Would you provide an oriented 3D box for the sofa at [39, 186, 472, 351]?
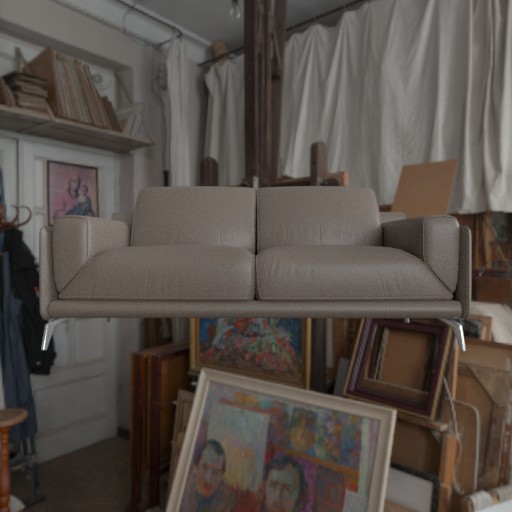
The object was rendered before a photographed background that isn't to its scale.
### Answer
[{"bbox_3d":[0.000,0.000,2.576,2.101,0.930,1.049,0,1,1],"label":"sofa"}]
